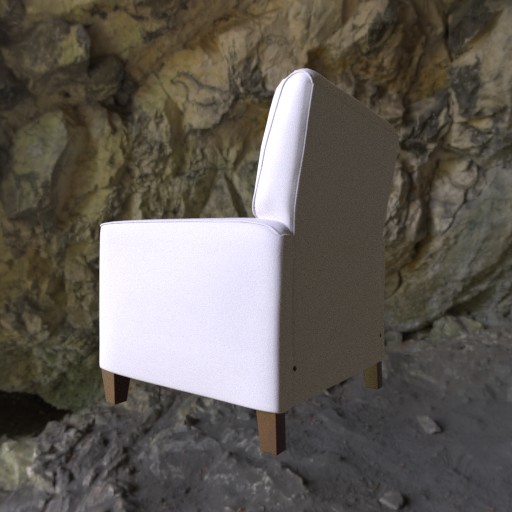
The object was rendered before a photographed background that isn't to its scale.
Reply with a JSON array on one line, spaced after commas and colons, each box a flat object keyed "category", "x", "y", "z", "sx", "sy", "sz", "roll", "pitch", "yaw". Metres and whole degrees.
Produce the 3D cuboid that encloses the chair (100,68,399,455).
[{"category": "chair", "x": 0.000, "y": 0.000, "z": 1.637, "sx": 0.858, "sy": 1.028, "sz": 0.841, "roll": 0, "pitch": 0, "yaw": 36}]
